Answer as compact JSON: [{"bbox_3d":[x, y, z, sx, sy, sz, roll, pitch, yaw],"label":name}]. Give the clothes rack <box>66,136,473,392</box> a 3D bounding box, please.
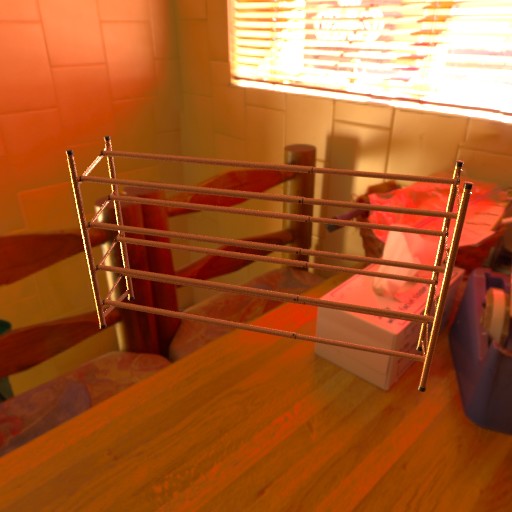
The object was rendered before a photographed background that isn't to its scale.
[{"bbox_3d":[0.000,0.000,1.468,1.168,0.672,0.229,8,28,15],"label":"clothes rack"}]
